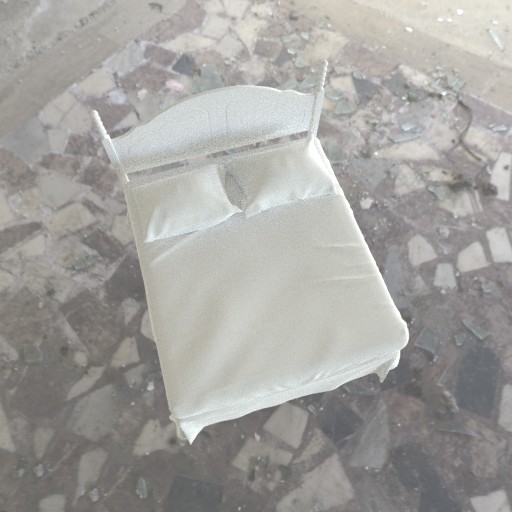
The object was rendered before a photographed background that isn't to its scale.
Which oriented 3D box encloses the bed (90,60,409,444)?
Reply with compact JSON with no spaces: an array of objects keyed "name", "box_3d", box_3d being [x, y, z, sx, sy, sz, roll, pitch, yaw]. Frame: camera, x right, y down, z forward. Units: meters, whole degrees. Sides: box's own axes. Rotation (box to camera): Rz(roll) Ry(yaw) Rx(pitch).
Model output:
[{"name":"bed","box_3d":[0.000,0.000,3.166,1.873,1.356,2.040,-15,65,-7]}]
